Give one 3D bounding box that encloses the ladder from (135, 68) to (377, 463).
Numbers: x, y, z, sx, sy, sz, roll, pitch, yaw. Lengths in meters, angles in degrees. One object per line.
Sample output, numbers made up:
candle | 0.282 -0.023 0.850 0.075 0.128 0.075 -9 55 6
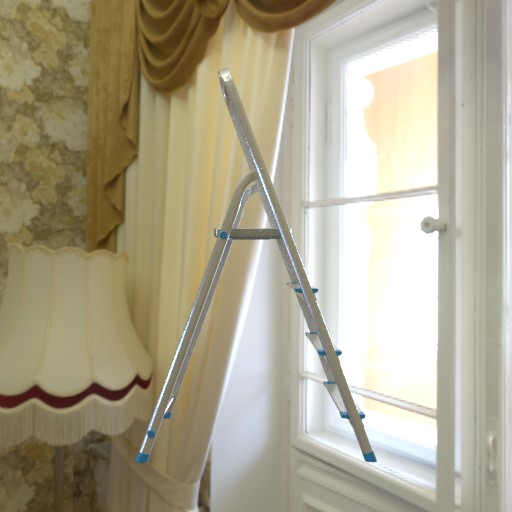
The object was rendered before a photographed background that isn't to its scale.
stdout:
ladder | 0.000 0.000 1.762 0.842 1.434 0.445 0 0 0
